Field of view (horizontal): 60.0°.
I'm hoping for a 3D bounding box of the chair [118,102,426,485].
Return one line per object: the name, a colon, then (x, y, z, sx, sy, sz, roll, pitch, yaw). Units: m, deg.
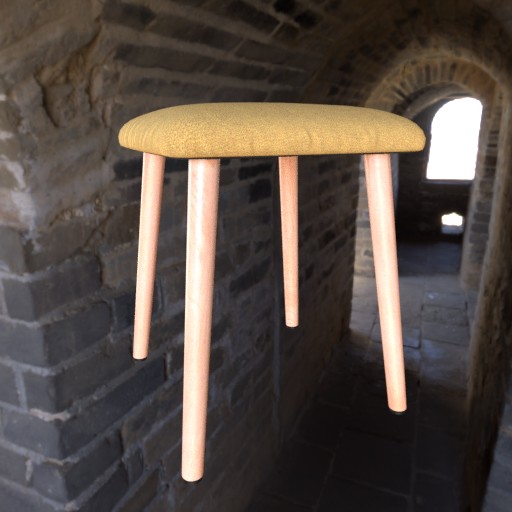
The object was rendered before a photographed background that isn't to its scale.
chair: (0.000, 0.000, 0.679, 0.350, 0.440, 0.350, -7, 18, -24)
